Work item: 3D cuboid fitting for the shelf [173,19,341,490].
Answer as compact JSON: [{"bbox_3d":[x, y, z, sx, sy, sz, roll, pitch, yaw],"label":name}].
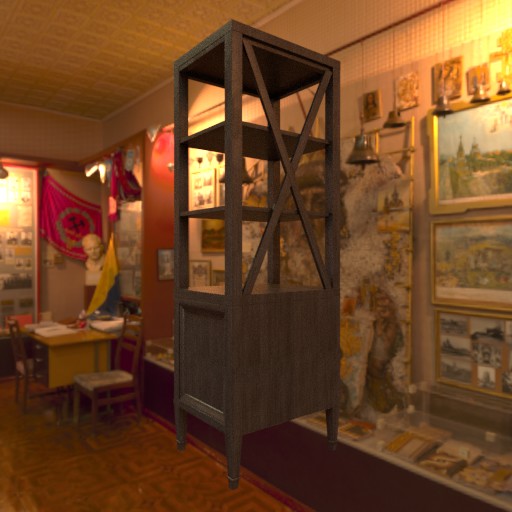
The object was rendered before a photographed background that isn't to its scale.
[{"bbox_3d":[0.000,0.000,1.981,0.584,1.727,0.472,0,0,-38],"label":"shelf"}]
